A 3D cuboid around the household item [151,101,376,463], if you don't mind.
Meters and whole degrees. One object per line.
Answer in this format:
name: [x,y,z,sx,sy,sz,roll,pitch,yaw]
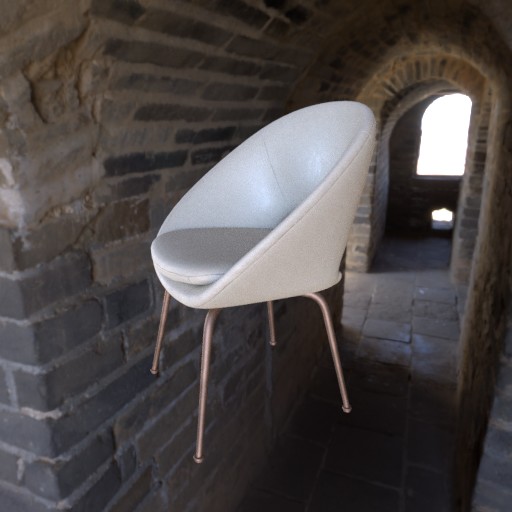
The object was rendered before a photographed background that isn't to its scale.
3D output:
household item: [0.000,0.000,1.276,0.573,0.852,0.623,-8,18,-25]
